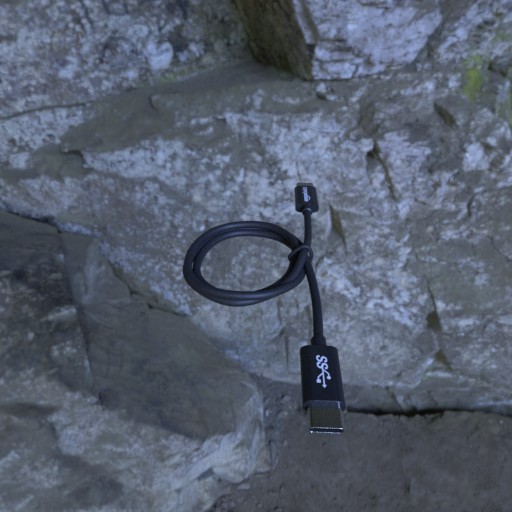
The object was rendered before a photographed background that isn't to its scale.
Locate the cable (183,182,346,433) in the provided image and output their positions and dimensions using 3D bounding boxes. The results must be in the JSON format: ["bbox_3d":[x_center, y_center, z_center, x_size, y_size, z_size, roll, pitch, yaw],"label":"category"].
[{"bbox_3d":[0.000,0.000,0.215,0.070,0.014,0.186,1,33,2],"label":"cable"}]
